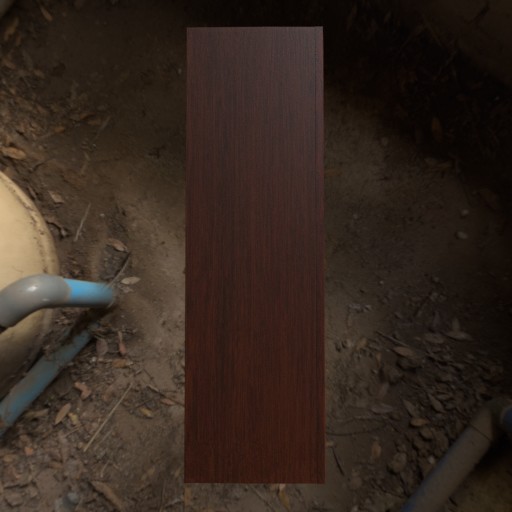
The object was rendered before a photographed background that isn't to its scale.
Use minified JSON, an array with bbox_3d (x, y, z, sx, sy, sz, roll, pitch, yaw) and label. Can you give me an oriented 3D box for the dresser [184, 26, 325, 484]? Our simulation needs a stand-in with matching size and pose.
[{"bbox_3d":[0.000,0.000,2.047,0.499,0.971,1.609,0,88,1],"label":"dresser"}]
